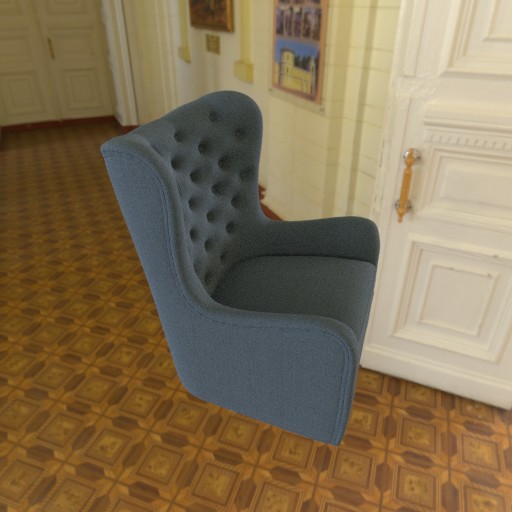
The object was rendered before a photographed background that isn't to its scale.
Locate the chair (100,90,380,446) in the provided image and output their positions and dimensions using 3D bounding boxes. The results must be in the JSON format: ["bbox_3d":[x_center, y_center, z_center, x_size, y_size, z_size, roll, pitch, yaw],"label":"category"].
[{"bbox_3d":[0.000,0.000,1.753,0.930,1.079,0.831,10,33,16],"label":"chair"}]
